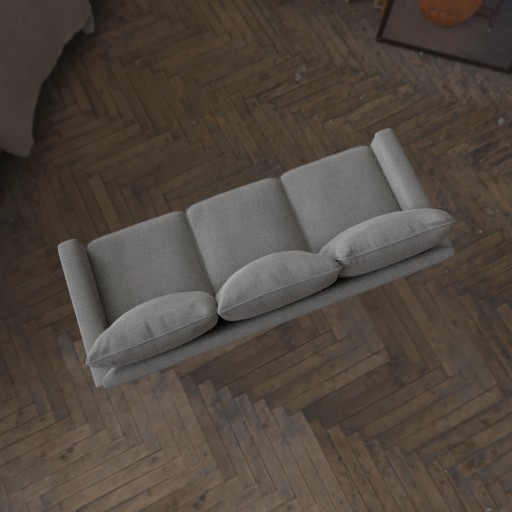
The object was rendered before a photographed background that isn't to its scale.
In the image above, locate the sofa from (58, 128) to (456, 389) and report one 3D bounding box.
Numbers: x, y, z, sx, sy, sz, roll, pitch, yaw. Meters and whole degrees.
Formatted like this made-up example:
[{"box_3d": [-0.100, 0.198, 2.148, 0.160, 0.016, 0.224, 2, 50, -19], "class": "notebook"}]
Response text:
[{"box_3d": [0.000, 0.000, 2.429, 1.925, 0.959, 0.828, -20, 76, -5], "class": "sofa"}]
